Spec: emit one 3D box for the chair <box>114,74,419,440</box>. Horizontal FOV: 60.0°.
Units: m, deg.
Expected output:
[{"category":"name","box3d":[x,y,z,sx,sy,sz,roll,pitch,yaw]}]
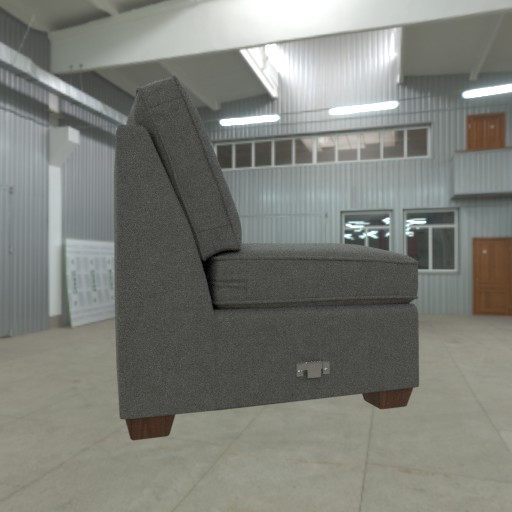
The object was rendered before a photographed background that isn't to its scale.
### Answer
[{"category":"chair","box3d":[0.000,0.000,1.543,0.938,0.970,0.621,0,-1,-18]}]
